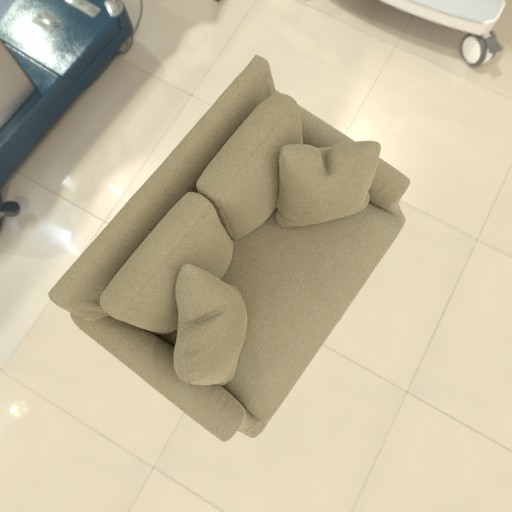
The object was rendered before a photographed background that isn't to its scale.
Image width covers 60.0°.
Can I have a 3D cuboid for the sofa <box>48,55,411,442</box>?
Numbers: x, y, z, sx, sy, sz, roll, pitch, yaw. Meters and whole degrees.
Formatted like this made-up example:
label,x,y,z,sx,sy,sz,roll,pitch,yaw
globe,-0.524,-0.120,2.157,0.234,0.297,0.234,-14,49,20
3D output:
label,x,y,z,sx,sy,sz,roll,pitch,yaw
sofa,0.000,0.000,2.190,1.070,0.905,1.550,36,78,9
